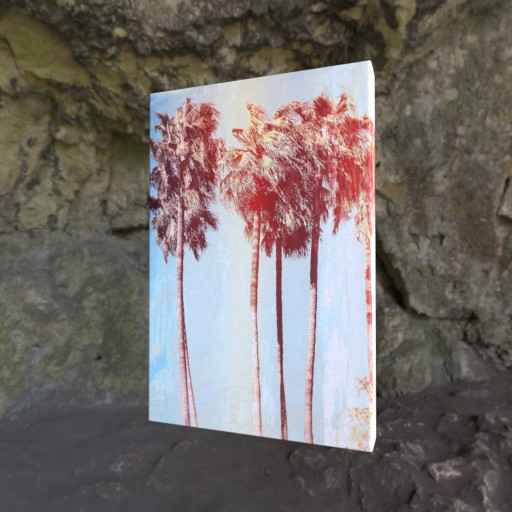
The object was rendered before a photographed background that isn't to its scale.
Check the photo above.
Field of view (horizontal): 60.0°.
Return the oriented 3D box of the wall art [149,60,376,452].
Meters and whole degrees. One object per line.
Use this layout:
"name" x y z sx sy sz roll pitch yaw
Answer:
"wall art" 0.000 0.000 0.488 0.251 0.380 0.039 0 -1 20
